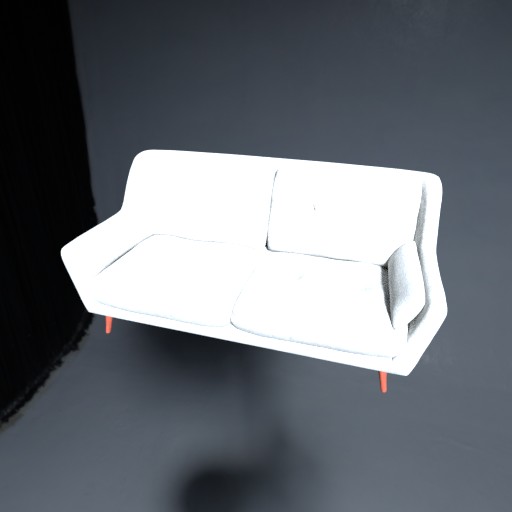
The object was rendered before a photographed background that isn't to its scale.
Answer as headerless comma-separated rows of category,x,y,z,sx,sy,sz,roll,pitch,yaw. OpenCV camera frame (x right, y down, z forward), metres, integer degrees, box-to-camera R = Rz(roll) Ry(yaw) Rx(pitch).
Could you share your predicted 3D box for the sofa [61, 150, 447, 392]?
sofa,0.000,0.000,2.487,1.930,0.897,0.976,8,28,16
